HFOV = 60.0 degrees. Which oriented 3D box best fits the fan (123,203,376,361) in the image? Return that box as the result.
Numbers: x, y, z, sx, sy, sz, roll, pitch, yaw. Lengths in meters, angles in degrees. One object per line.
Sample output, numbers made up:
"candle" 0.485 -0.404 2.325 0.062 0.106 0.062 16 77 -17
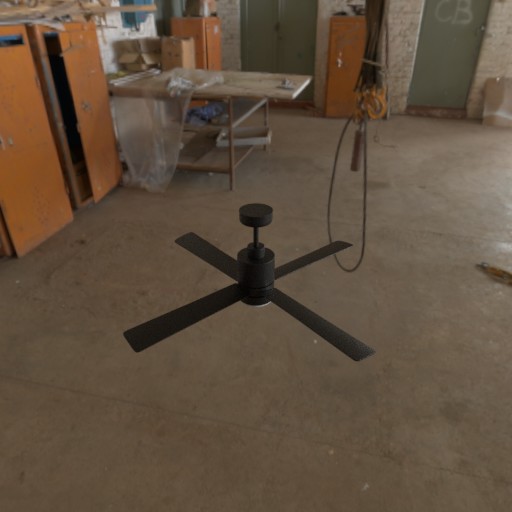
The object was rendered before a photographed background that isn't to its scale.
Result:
"fan" 0.000 0.000 2.364 1.525 0.534 1.525 -22 36 -34
